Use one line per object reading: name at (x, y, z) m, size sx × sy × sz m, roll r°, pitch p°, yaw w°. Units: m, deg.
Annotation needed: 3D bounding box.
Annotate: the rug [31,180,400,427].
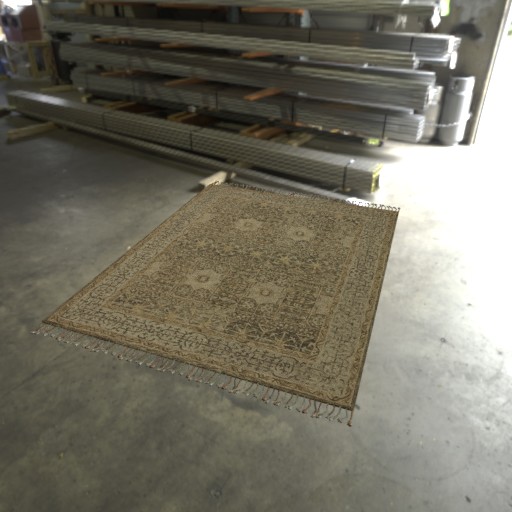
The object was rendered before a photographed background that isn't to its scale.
rug at (0.000, 0.000, 4.291) m, size 2.431 × 0.017 × 3.291 m, roll 11°, pitch 33°, yaw 17°
